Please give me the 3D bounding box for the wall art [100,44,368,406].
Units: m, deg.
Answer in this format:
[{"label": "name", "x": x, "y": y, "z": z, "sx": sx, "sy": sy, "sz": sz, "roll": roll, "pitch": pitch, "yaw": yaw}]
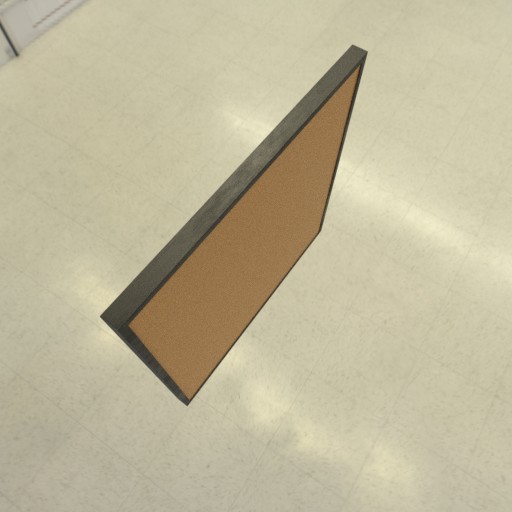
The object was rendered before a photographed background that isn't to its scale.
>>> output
[{"label": "wall art", "x": 0.000, "y": 0.000, "z": 1.153, "sx": 0.039, "sy": 0.763, "sz": 0.763, "roll": 33, "pitch": 68, "yaw": 15}]
